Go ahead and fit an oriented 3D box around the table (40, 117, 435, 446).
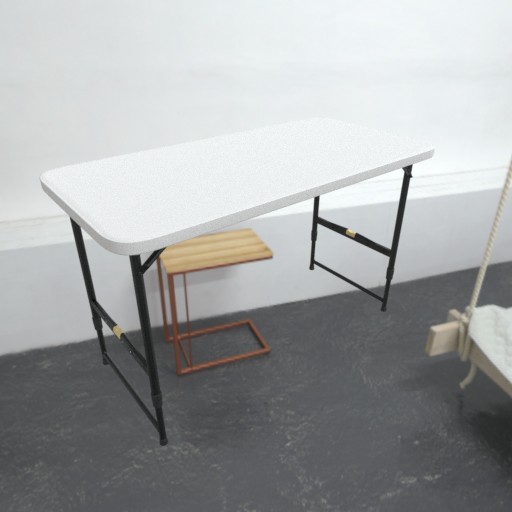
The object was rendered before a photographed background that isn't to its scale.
[{"bbox_3d":[0.000,0.000,1.622,1.219,0.737,0.610,-22,36,-33],"label":"table"}]
